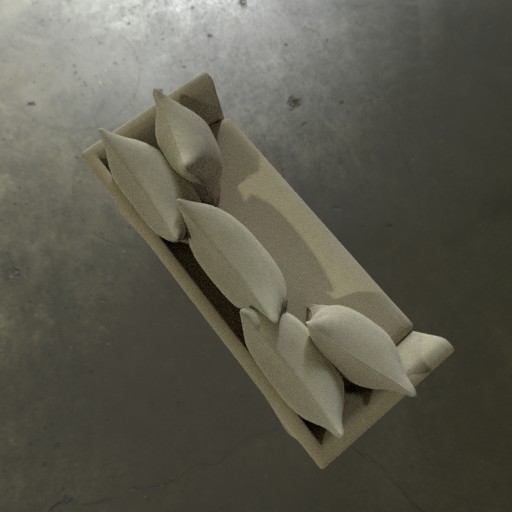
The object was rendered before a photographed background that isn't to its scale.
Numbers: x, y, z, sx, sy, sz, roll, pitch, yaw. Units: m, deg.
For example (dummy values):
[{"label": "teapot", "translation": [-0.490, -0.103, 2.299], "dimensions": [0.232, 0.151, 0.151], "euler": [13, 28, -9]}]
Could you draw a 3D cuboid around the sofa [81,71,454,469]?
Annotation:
[{"label": "sofa", "translation": [0.000, 0.000, 2.780], "dimensions": [1.031, 1.034, 2.290], "euler": [-38, 78, -9]}]
